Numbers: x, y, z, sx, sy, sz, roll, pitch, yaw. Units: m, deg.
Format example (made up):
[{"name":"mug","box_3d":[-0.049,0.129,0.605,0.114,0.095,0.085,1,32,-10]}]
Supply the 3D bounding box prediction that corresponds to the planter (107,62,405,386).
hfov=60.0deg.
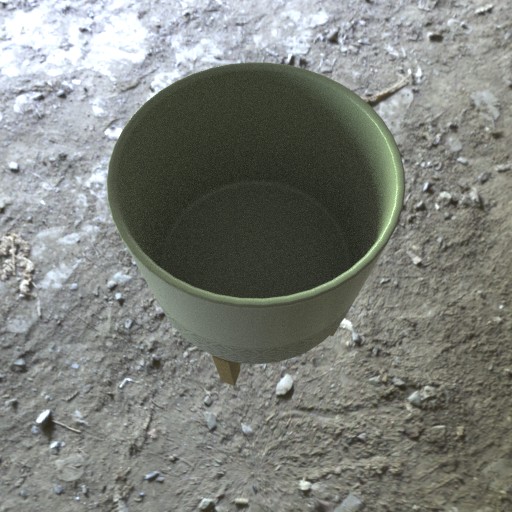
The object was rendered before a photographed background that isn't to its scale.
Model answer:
[{"name":"planter","box_3d":[0.000,0.000,0.398,0.188,0.260,0.188,0,64,0]}]
